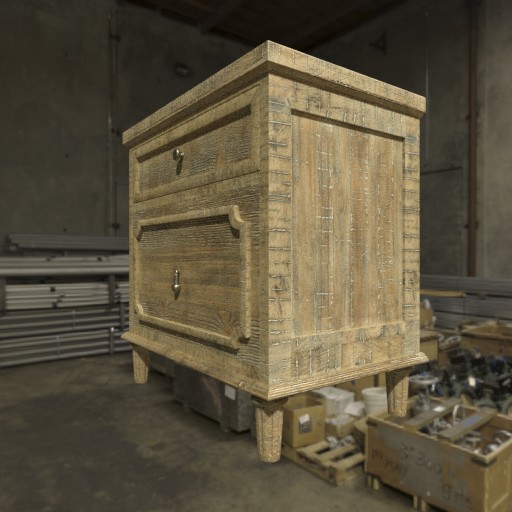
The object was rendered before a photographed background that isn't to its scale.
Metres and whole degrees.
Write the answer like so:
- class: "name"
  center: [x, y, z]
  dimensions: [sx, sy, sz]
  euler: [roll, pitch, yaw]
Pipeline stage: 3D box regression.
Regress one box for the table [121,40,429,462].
- class: "table"
  center: [0.000, 0.000, 1.127]
  dimensions: [0.457, 0.711, 0.686]
  euler: [0, 0, -36]
